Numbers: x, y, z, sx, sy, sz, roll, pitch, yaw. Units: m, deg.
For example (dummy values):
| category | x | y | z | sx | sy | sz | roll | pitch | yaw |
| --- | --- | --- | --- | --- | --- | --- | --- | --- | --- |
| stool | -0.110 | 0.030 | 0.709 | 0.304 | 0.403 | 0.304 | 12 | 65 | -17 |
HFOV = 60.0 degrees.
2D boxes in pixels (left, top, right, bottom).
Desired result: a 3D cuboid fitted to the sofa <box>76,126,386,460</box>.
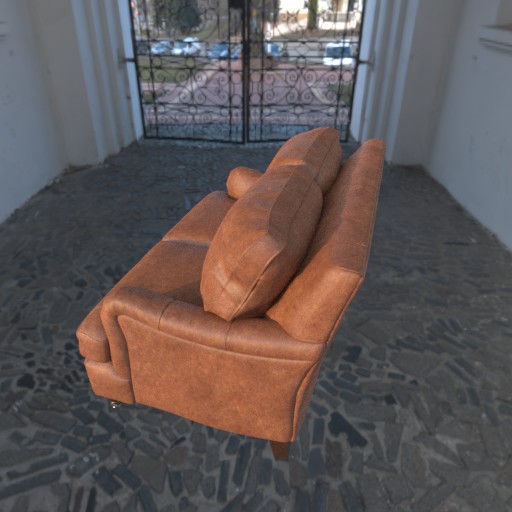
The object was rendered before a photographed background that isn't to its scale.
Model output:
| category | x | y | z | sx | sy | sz | roll | pitch | yaw |
| --- | --- | --- | --- | --- | --- | --- | --- | --- | --- |
| sofa | 0.000 | 0.000 | 2.189 | 1.077 | 1.004 | 1.527 | 9 | 32 | 14 |
